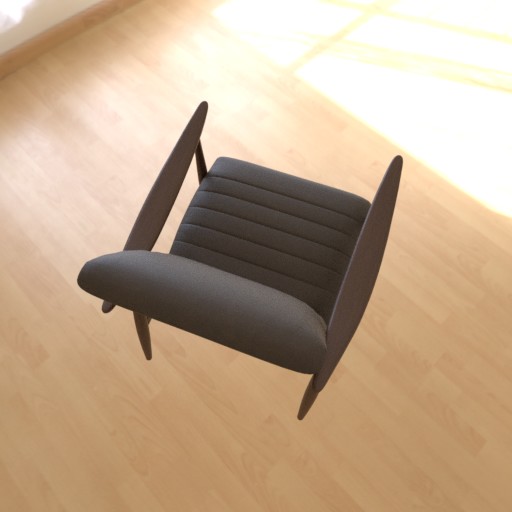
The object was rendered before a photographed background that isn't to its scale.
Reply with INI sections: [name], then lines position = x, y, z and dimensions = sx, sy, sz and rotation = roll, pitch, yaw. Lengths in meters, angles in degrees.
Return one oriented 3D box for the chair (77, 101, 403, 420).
[chair]
position = 0.000, 0.000, 1.433
dimensions = 0.741, 0.831, 0.798
rotation = 18, 64, 9
